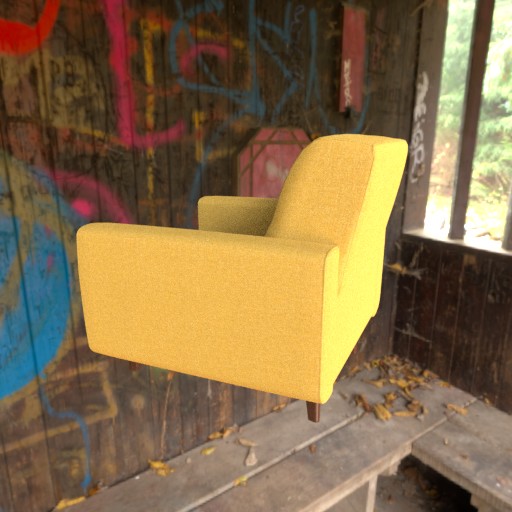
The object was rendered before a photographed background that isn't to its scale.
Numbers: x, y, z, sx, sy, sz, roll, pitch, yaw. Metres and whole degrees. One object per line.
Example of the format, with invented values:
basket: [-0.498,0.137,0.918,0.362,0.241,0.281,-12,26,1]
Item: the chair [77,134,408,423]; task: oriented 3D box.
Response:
chair: [0.000,0.000,1.582,0.909,0.841,0.831,7,17,24]
